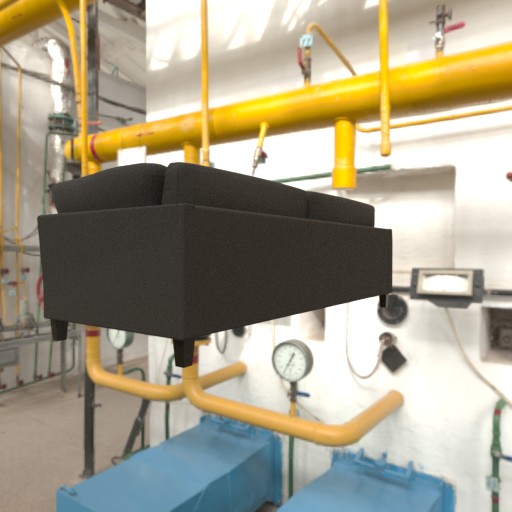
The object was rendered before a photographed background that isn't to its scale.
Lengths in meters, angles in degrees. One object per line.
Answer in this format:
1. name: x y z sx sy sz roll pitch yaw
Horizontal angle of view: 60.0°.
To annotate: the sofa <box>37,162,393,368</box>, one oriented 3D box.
1. sofa: 0.000 0.000 2.762 0.969 0.792 2.312 0 1 36
